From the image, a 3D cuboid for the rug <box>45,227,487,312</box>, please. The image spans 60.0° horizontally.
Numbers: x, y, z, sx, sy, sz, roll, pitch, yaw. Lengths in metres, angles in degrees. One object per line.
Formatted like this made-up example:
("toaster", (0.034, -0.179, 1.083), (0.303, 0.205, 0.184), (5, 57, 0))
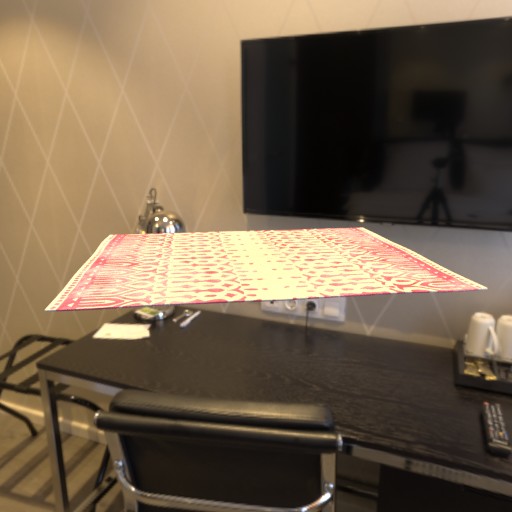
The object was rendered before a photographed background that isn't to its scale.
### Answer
("rug", (0.000, 0.000, 4.171), (3.095, 0.016, 2.441), (-2, 14, -8))
